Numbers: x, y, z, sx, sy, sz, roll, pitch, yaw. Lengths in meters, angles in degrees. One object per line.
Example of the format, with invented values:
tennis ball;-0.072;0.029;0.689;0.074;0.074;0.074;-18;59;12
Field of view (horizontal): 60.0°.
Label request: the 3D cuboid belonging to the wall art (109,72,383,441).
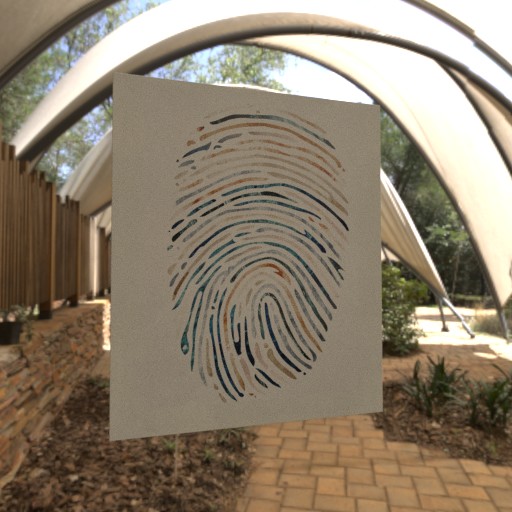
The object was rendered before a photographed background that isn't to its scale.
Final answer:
wall art;0.000;0.000;0.818;0.508;0.606;0.037;1;-2;-17
